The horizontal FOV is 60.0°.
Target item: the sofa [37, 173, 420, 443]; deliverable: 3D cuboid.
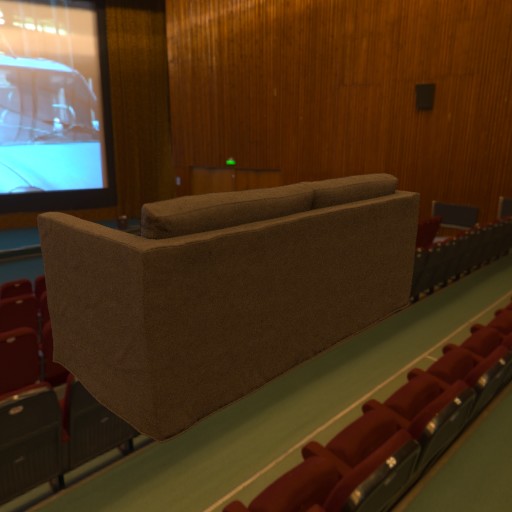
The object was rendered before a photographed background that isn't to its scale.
[{"bbox_3d":[0.000,0.000,2.448,0.953,0.855,1.982,15,21,43],"label":"sofa"}]
